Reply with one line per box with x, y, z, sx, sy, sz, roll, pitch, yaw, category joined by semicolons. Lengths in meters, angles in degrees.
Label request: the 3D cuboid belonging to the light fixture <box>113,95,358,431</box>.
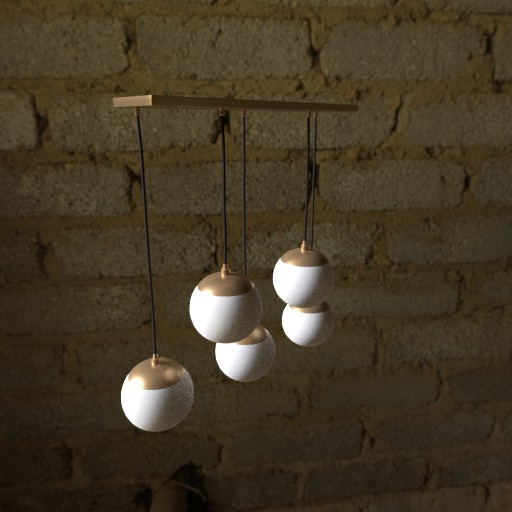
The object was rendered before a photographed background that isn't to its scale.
0.000;0.000;1.324;0.299;0.869;0.863;16;23;42;light fixture
